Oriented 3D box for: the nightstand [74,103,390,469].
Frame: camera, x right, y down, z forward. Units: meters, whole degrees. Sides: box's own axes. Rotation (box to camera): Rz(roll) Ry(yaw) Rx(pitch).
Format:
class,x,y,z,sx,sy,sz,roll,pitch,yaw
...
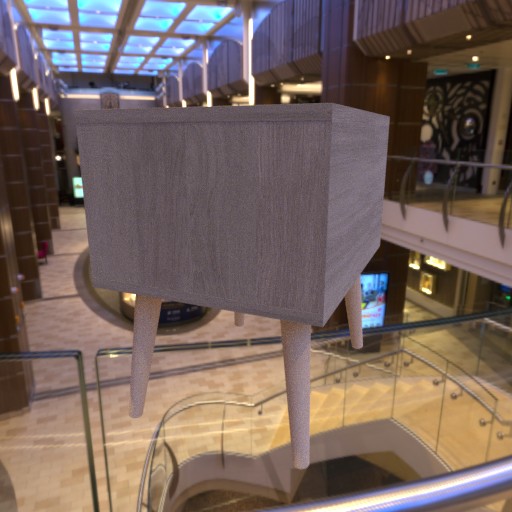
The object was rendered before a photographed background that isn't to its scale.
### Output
class,x,y,z,sx,sy,sz,roll,pitch,yaw
nightstand,0.000,0.000,0.819,0.380,0.500,0.450,7,17,23
